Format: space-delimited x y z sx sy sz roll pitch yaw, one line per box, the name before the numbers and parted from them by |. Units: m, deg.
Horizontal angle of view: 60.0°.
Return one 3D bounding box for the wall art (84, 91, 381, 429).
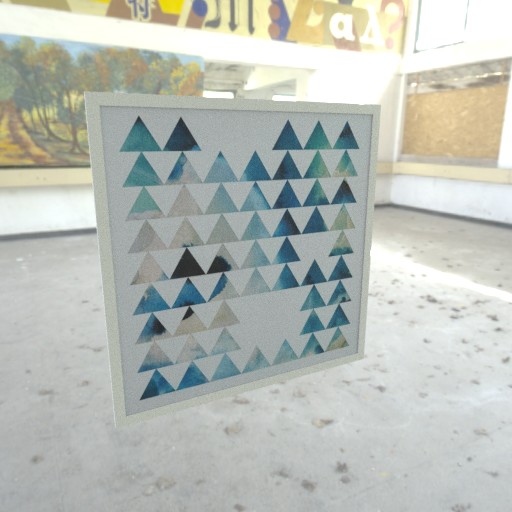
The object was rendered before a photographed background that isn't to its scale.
wall art | 0.000 0.000 1.210 0.809 0.809 0.012 -8 17 -26
